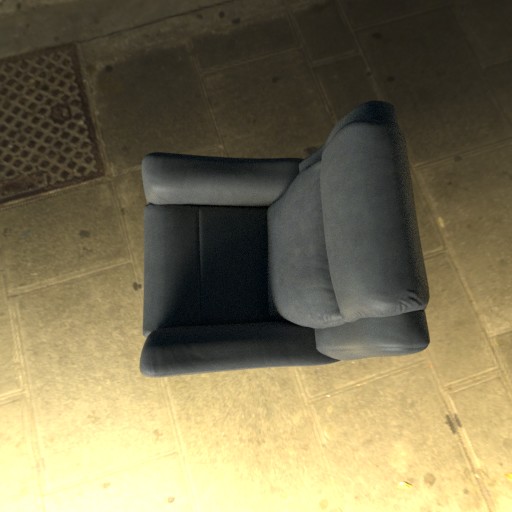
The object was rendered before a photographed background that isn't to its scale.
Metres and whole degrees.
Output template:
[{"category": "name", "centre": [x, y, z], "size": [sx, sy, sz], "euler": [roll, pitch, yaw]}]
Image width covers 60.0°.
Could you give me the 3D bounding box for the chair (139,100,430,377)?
[{"category": "chair", "centre": [0.000, 0.000, 1.904], "size": [1.068, 1.116, 0.965], "euler": [-3, 76, -1]}]
